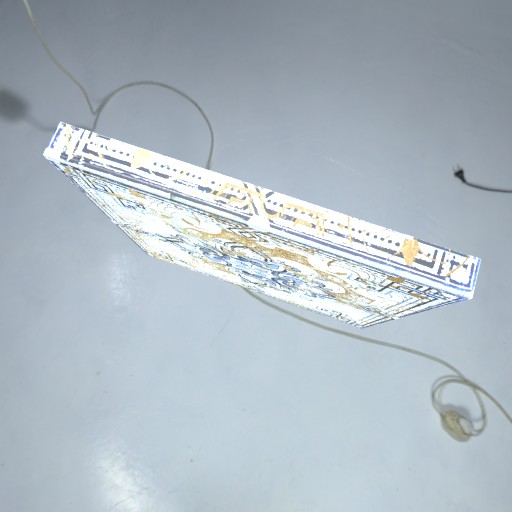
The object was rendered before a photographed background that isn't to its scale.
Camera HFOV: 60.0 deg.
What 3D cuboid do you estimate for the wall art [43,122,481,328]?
[{"bbox_3d":[0.000,0.000,0.604,0.411,0.410,0.038,19,78,4],"label":"wall art"}]
